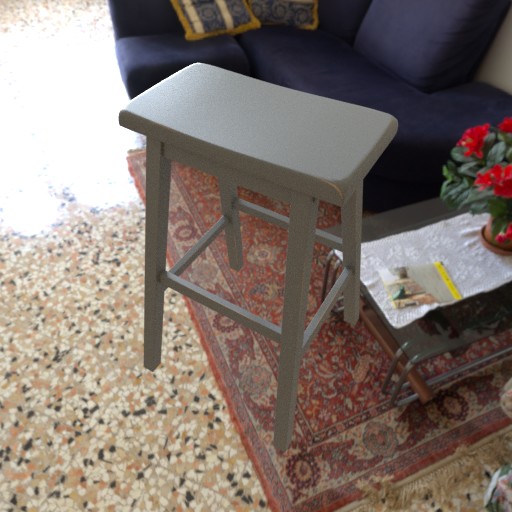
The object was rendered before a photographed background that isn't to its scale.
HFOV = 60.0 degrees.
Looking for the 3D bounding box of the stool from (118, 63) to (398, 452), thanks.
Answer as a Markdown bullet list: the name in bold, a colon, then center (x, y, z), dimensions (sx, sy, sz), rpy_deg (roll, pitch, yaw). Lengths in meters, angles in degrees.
- **stool**: center (0.000, 0.000, 1.050), dimensions (0.457, 0.737, 0.476), rpy_deg (24, 51, 21)
